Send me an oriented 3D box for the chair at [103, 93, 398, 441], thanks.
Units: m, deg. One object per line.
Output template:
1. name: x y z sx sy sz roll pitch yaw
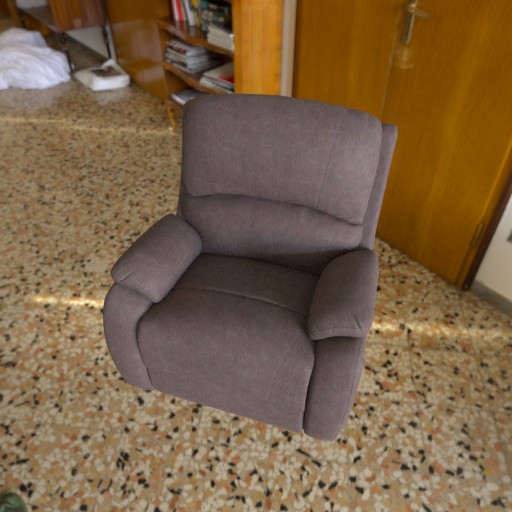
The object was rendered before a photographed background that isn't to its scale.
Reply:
1. chair: 0.000 0.000 1.718 0.930 1.011 0.899 11 42 13
